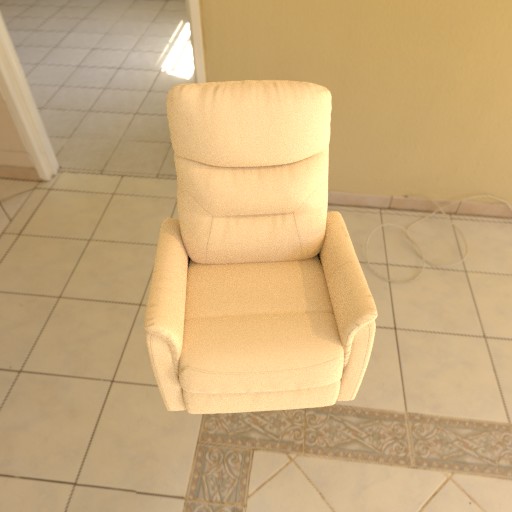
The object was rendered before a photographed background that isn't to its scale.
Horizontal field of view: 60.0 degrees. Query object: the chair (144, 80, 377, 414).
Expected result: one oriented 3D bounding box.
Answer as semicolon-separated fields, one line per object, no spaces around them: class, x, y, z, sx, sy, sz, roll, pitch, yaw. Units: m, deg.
chair;0.000;0.000;1.665;0.775;1.082;0.831;-3;47;-2
